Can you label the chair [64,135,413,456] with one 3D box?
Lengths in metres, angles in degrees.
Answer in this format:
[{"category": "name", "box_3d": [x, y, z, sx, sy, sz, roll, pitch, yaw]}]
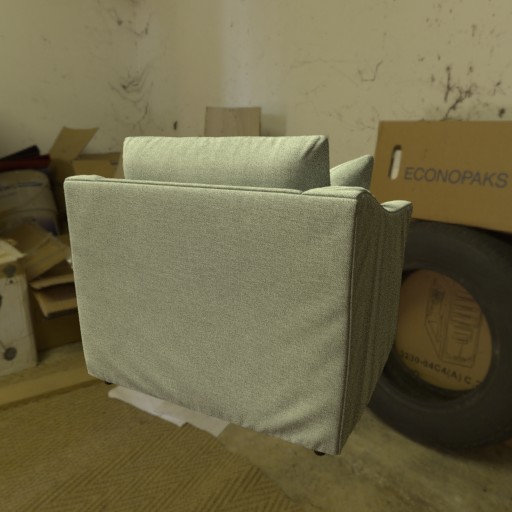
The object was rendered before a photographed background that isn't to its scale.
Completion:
[{"category": "chair", "box_3d": [0.000, 0.000, 2.010, 1.194, 1.059, 1.071, 8, 17, 26]}]
